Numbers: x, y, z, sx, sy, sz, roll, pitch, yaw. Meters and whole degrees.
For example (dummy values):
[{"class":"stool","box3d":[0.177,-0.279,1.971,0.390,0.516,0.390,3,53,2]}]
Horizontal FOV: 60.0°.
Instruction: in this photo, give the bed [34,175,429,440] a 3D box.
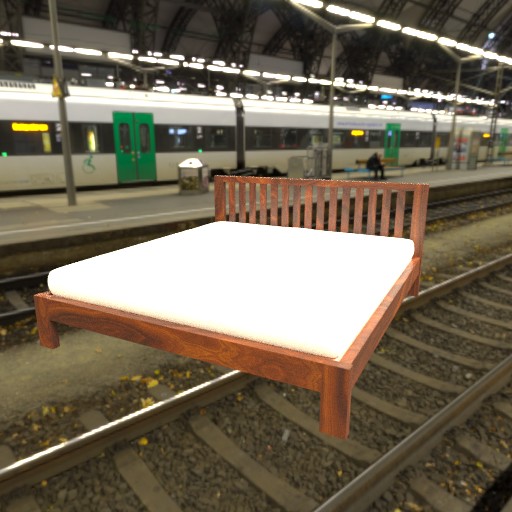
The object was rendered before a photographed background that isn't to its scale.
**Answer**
[{"class":"bed","box3d":[0.000,0.000,3.032,1.905,0.890,2.030,7,16,27]}]
